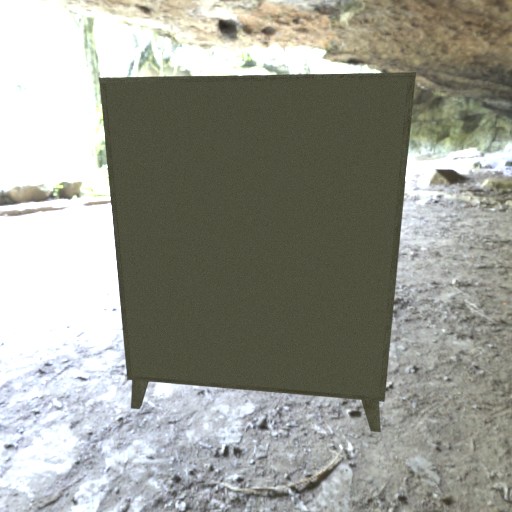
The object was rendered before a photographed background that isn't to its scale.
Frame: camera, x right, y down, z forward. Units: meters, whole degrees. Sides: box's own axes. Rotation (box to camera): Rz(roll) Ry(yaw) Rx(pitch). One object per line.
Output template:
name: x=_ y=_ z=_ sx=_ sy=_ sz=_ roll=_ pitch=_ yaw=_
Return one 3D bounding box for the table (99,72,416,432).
table: x=0.000 y=0.000 z=1.527 sx=0.902 sy=1.135 sz=0.256 roll=2 pitch=17 yaw=8
